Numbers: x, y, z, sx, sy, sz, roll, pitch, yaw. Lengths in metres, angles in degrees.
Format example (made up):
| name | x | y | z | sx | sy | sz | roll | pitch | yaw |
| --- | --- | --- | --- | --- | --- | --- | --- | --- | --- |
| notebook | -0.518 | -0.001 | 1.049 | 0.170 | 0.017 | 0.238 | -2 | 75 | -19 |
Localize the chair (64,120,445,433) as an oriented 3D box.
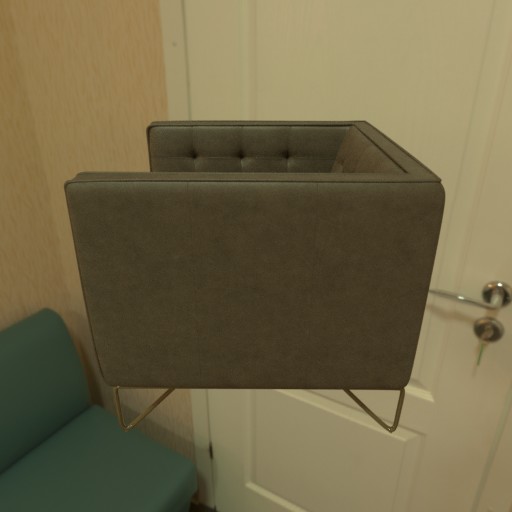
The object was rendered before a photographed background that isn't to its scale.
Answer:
| name | x | y | z | sx | sy | sz | roll | pitch | yaw |
| --- | --- | --- | --- | --- | --- | --- | --- | --- | --- |
| chair | 0.000 | 0.000 | 1.539 | 0.894 | 0.790 | 0.880 | 0 | 26 | 1 |
